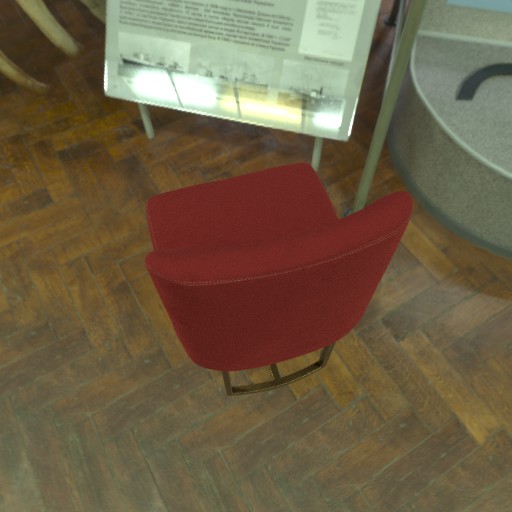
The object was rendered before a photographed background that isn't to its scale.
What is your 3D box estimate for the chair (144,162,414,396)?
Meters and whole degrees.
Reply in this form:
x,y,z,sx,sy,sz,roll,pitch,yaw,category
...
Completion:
x,y,z,sx,sy,sz,roll,pitch,yaw,category
0.000,0.000,1.202,0.530,0.824,0.560,-14,60,-9,chair
